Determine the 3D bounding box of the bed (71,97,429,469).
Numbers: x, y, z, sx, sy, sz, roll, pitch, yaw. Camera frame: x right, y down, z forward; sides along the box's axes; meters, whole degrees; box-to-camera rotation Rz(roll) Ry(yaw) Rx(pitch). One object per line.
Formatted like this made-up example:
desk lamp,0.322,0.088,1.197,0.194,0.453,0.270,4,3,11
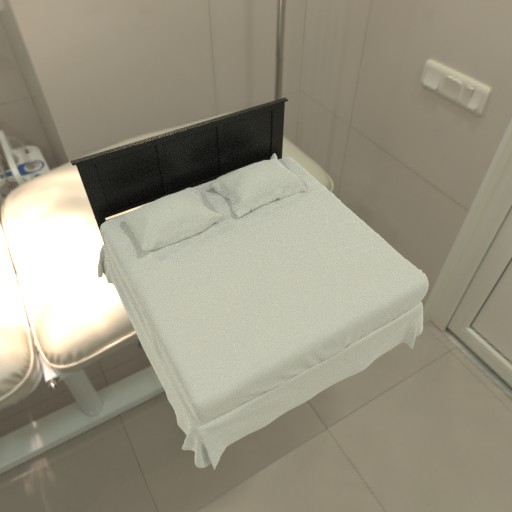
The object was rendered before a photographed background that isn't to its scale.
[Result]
bed,0.000,0.000,3.628,2.315,1.271,2.219,-23,51,-20
